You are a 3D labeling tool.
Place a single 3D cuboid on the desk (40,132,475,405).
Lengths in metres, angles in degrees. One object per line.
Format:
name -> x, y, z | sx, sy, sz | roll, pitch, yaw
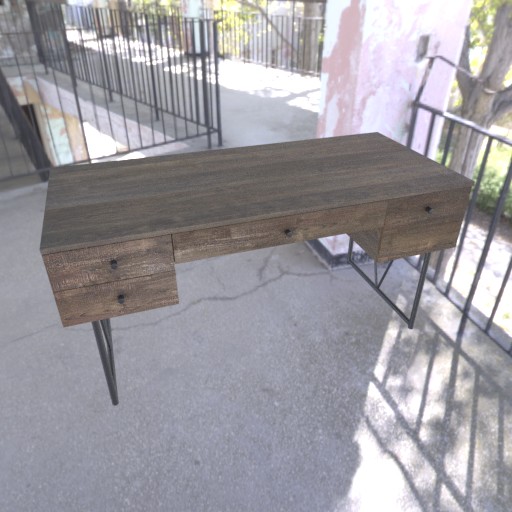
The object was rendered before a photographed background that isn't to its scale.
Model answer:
desk -> 0.000, 0.000, 2.021 | 1.600, 0.780, 0.730 | -10, 33, -16
